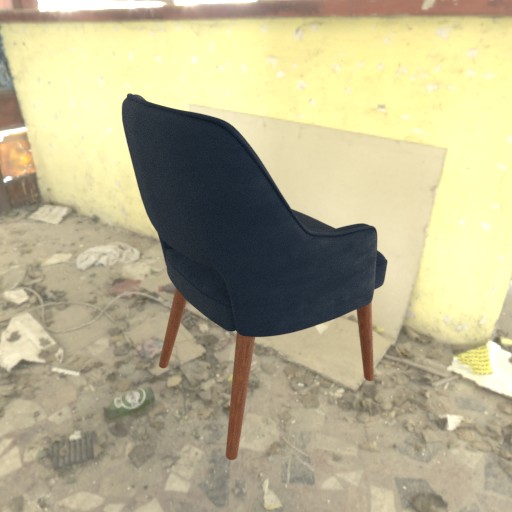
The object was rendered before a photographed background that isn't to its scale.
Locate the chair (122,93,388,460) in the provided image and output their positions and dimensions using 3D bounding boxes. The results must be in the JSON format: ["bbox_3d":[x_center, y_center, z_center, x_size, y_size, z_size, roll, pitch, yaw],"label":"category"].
[{"bbox_3d":[0.000,0.000,1.203,0.591,0.844,0.559,-18,32,-31],"label":"chair"}]
